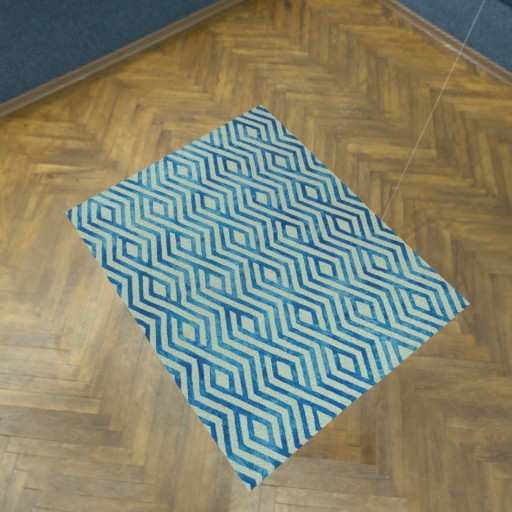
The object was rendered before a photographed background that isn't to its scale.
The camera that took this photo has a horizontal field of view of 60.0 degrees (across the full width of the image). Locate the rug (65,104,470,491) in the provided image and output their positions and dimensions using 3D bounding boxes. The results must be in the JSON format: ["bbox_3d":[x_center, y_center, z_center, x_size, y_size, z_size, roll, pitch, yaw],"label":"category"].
[{"bbox_3d":[0.000,0.000,4.158,2.453,0.008,3.059,-34,67,-16],"label":"rug"}]
